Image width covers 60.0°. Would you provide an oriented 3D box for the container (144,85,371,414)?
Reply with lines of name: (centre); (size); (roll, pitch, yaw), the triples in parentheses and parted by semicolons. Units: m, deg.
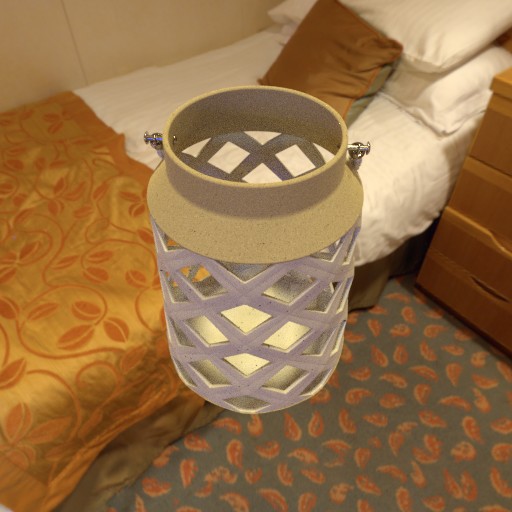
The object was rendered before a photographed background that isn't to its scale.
container: (0.000, 0.000, 0.399); (0.188, 0.264, 0.198); (4, 47, 3)
